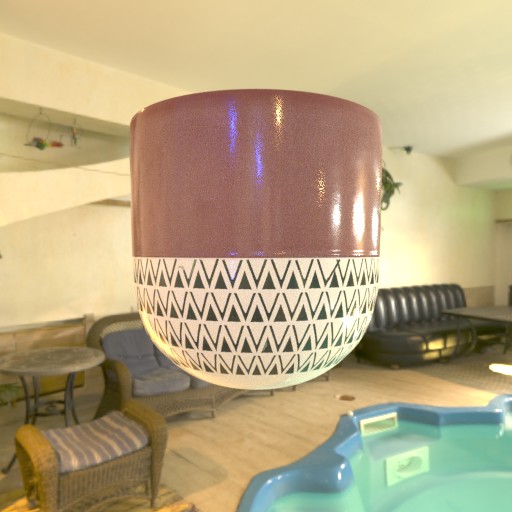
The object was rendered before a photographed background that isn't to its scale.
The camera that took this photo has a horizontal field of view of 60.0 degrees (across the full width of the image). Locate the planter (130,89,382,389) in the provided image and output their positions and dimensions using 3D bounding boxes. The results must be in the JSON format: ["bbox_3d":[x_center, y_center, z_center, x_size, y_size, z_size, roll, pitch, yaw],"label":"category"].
[{"bbox_3d":[0.000,0.000,0.486,0.266,0.270,0.266,0,1,0],"label":"planter"}]
